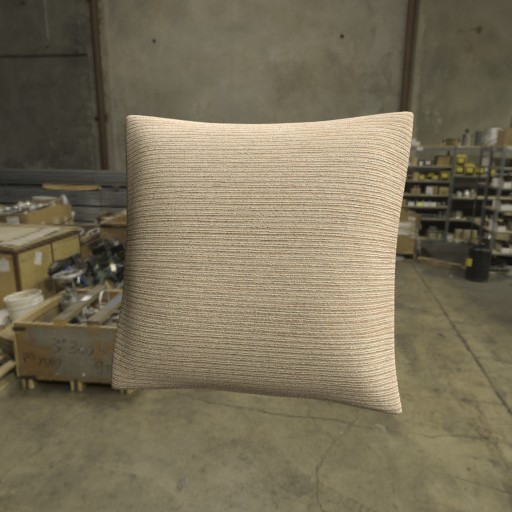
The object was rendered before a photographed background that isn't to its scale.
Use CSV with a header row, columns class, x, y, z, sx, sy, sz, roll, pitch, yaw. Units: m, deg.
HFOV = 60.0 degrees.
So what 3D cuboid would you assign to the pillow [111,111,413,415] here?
class,x,y,z,sx,sy,sz,roll,pitch,yaw
pillow,0.000,0.000,0.641,0.424,0.401,0.177,2,14,9
